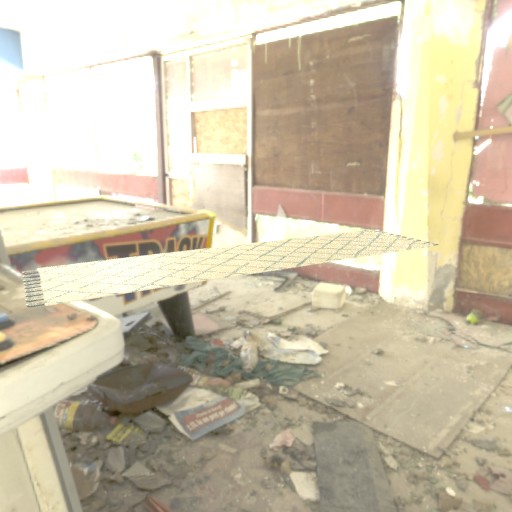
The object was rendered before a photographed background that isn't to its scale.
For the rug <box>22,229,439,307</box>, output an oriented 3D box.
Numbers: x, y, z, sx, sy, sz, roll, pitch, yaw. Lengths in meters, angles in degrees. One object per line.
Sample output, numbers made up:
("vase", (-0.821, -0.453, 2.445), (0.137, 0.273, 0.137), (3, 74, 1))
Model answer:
("rug", (0.000, 0.000, 2.539), (2.372, 0.008, 0.620), (-8, 16, -28))
